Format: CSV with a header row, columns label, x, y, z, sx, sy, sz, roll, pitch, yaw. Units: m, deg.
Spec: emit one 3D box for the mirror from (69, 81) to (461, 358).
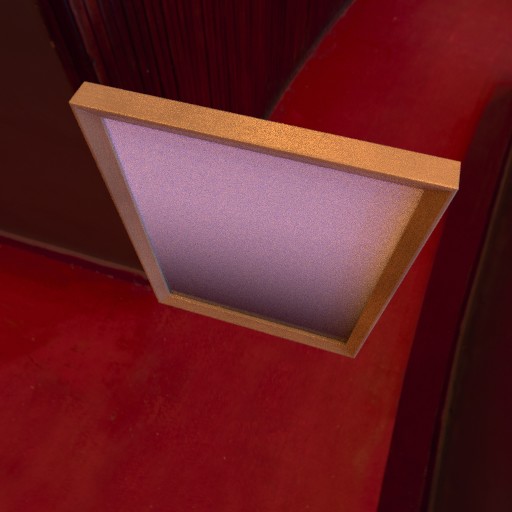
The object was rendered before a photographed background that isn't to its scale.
label,x,y,z,sx,sy,sz,roll,pitch,yaw
mirror,0.000,0.000,0.671,0.406,0.509,0.041,15,61,9
